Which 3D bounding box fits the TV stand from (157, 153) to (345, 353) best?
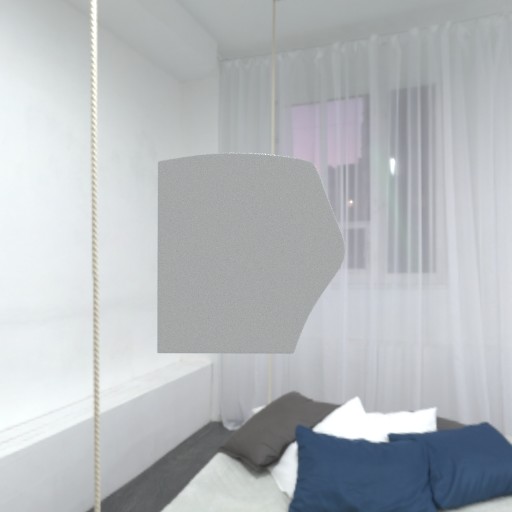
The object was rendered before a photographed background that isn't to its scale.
[{"bbox_3d":[0.000,0.000,1.671,0.397,0.424,1.473,0,-1,1],"label":"TV stand"}]
